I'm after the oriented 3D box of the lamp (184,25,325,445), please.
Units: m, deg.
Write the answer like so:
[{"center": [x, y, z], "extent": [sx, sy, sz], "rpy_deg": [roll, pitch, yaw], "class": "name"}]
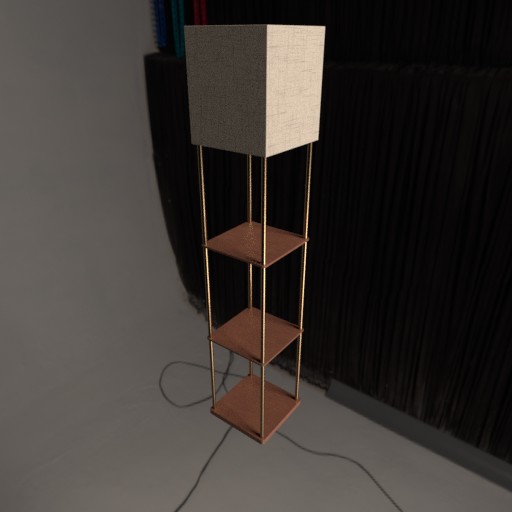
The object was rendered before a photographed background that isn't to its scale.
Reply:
[{"center": [0.000, 0.000, 1.704], "extent": [0.308, 1.569, 0.310], "rpy_deg": [19, 32, 33], "class": "lamp"}]
